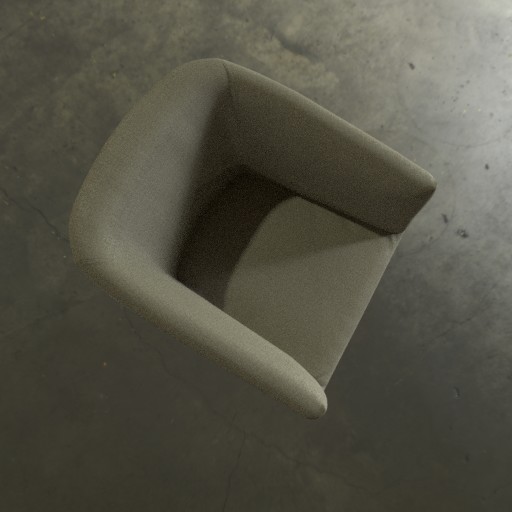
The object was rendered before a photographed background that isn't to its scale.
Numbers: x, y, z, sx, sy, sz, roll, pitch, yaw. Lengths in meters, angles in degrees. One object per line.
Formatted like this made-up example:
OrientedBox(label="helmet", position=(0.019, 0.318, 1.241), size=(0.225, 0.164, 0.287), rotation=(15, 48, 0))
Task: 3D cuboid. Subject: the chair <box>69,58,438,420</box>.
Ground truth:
OrientedBox(label="chair", position=(0.000, 0.000, 1.227), size=(0.668, 0.771, 0.600), rotation=(29, 77, 7))
